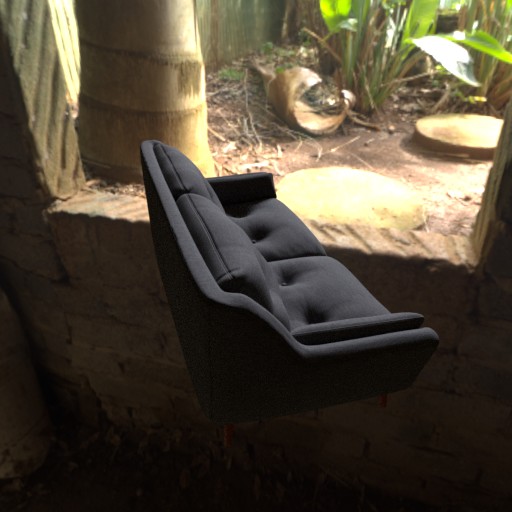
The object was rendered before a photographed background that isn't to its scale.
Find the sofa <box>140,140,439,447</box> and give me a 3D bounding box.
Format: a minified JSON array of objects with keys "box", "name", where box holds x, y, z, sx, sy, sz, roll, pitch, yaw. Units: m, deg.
[{"box":[0.000,0.000,2.400,0.975,0.896,1.929,-10,32,-16],"name":"sofa"}]
